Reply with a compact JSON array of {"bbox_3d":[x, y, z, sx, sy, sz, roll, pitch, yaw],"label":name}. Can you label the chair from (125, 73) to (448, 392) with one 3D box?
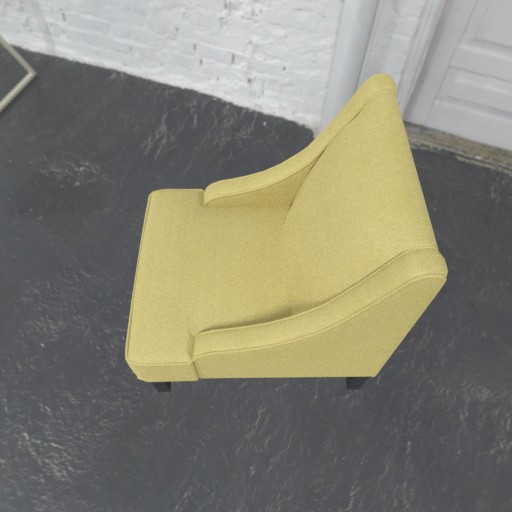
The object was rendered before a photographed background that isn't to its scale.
[{"bbox_3d":[0.000,0.000,1.467,0.814,0.896,0.696,-1,58,0],"label":"chair"}]
